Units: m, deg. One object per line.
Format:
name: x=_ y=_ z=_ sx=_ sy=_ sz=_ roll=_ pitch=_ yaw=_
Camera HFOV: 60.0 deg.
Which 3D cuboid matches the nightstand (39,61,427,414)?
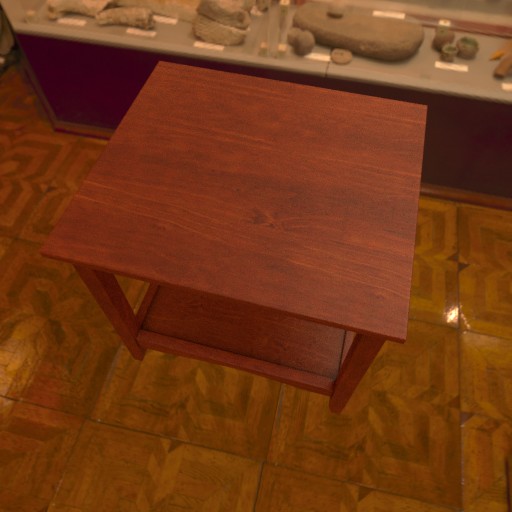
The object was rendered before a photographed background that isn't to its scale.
nightstand: x=0.000 y=0.000 z=1.005 sx=0.558 sy=0.558 sz=0.501 roll=13 pitch=58 yaw=8
